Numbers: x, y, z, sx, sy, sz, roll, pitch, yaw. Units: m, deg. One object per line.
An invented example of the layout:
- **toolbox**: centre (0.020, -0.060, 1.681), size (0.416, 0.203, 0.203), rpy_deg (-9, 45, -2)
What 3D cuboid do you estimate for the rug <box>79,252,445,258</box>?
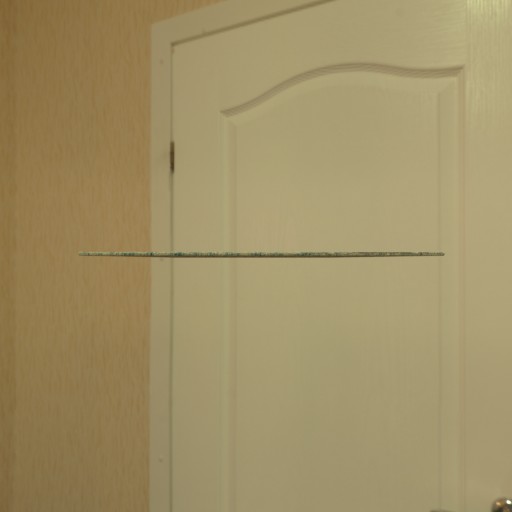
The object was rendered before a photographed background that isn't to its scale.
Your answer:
- **rug**: centre (0.000, 0.000, 3.050), size (1.524, 0.015, 2.439), rpy_deg (0, 0, -1)
